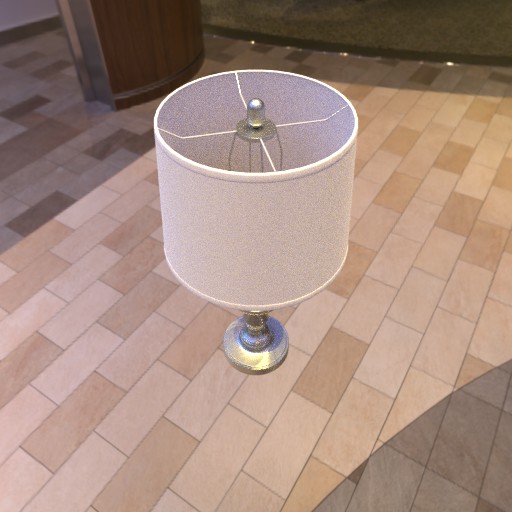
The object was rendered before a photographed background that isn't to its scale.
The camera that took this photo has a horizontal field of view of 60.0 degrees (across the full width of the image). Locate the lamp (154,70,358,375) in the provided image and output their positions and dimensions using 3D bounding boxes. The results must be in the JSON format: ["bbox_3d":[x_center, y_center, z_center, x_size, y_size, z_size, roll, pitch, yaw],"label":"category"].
[{"bbox_3d":[0.000,0.000,0.976,0.383,0.733,0.383,0,47,0],"label":"lamp"}]
